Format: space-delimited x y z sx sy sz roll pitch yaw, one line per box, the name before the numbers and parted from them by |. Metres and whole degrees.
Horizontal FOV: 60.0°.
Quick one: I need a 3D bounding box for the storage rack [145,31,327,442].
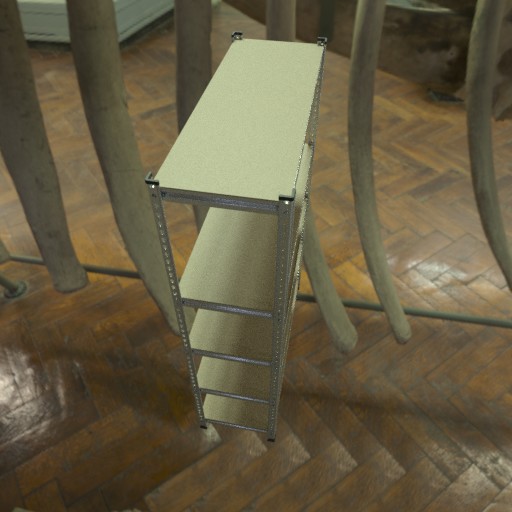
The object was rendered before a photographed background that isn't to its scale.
storage rack | 0.000 0.000 2.378 0.457 1.829 1.219 8 47 7
